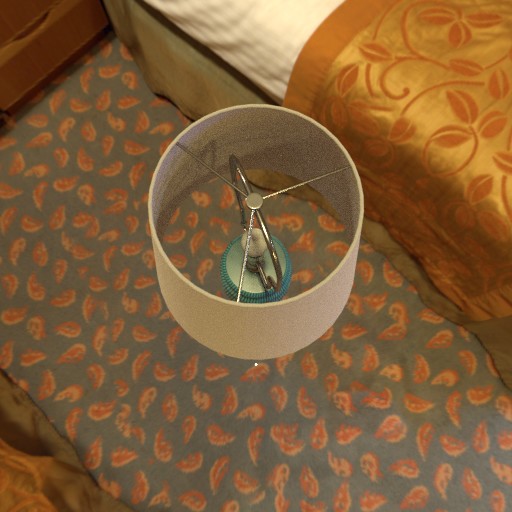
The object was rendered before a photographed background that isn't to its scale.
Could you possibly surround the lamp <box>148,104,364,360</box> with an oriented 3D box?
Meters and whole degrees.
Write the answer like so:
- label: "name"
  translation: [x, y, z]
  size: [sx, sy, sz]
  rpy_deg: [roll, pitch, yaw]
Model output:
- label: "lamp"
  translation: [0.000, 0.000, 0.557]
  size: [0.254, 0.392, 0.254]
  rpy_deg: [0, 76, 0]
